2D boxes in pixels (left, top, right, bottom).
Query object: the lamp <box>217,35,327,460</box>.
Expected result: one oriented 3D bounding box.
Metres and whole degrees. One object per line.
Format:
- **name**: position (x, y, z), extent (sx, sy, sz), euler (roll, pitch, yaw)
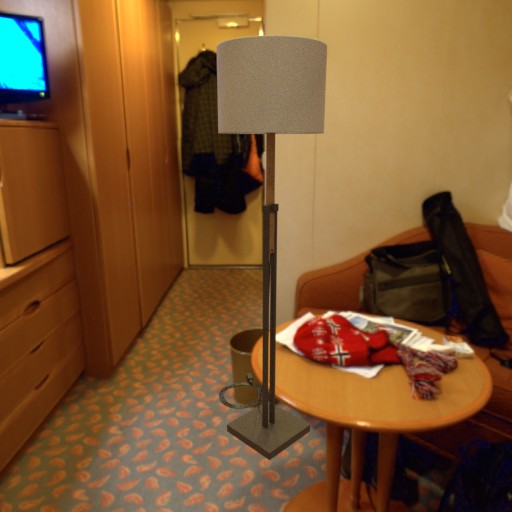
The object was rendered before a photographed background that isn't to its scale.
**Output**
- **lamp**: position (0.000, 0.000, 1.952), extent (0.474, 1.650, 0.639), euler (-14, 20, -43)
